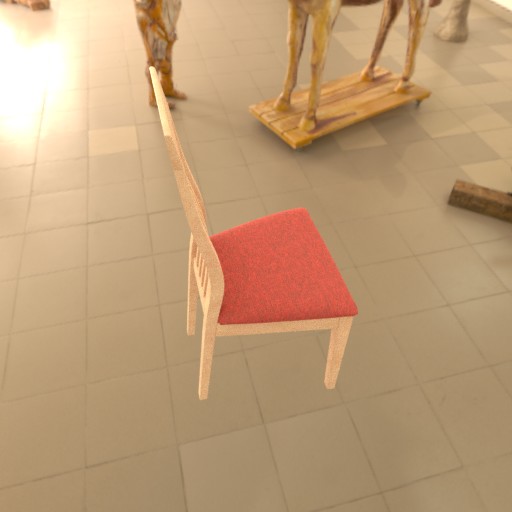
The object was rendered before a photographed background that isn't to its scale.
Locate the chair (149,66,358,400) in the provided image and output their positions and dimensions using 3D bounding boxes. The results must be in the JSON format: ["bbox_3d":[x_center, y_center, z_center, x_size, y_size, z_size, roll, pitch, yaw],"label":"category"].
[{"bbox_3d":[0.000,0.000,1.287,0.474,1.027,0.460,-11,48,-10],"label":"chair"}]
